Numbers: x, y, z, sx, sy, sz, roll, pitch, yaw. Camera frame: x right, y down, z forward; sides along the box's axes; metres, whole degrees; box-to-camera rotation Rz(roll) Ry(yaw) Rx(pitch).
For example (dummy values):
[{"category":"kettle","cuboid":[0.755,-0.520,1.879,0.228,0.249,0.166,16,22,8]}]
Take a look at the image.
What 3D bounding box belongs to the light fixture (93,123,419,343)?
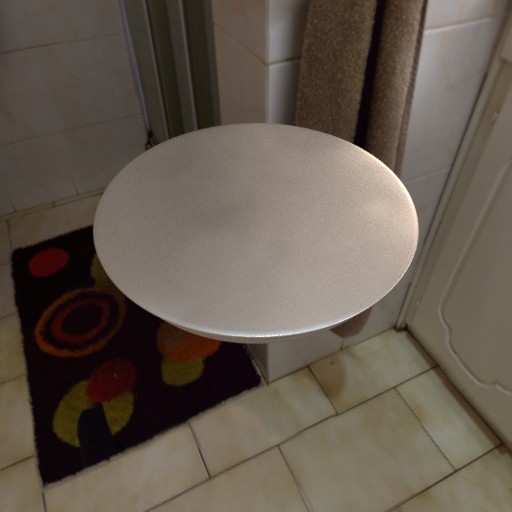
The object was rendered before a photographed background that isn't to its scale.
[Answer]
[{"category":"light fixture","cuboid":[0.000,0.000,0.441,0.280,0.135,0.280,0,46,0]}]
